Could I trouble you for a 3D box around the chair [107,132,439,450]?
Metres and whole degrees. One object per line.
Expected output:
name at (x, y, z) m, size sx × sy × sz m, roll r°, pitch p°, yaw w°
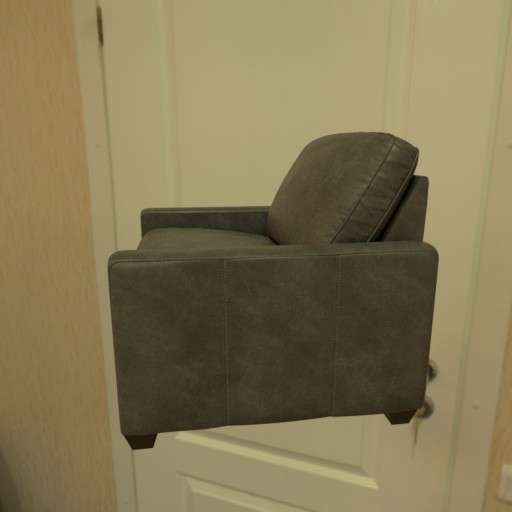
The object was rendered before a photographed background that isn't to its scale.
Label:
chair at (0.000, 0.000, 1.700) m, size 0.939 × 0.916 × 1.006 m, roll -2°, pitch 14°, yaw -8°
